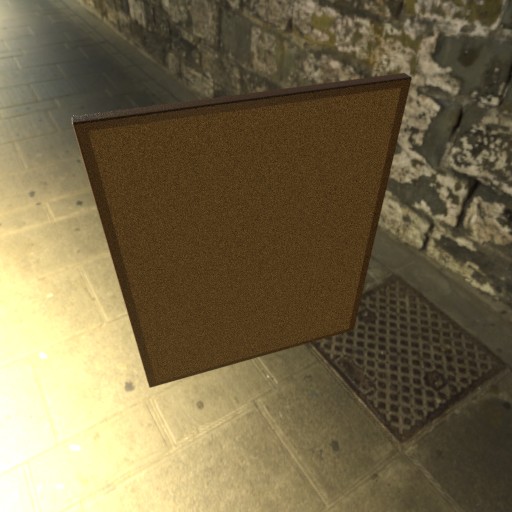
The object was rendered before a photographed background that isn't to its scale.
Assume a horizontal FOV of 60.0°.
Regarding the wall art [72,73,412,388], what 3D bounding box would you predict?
[{"bbox_3d":[0.000,0.000,0.748,0.449,0.550,0.021,-13,43,-14],"label":"wall art"}]
